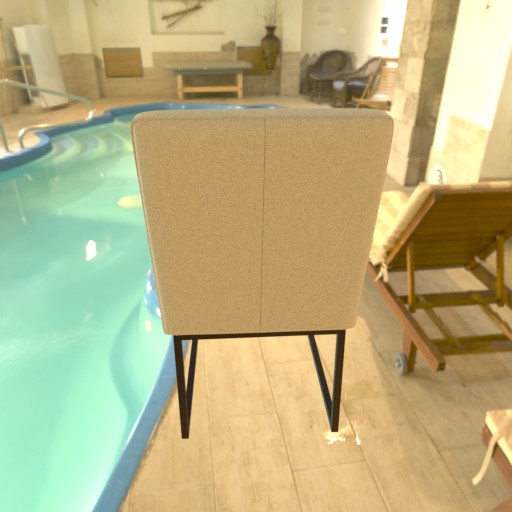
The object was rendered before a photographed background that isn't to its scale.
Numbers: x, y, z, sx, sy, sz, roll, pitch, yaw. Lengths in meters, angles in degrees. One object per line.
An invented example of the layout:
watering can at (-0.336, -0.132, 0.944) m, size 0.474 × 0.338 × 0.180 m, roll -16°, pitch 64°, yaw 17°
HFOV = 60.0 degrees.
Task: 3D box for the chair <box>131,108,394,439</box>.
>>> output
chair at (0.000, 0.000, 1.315) m, size 0.520 × 0.930 × 0.634 m, roll -1°, pitch 28°, yaw -3°
